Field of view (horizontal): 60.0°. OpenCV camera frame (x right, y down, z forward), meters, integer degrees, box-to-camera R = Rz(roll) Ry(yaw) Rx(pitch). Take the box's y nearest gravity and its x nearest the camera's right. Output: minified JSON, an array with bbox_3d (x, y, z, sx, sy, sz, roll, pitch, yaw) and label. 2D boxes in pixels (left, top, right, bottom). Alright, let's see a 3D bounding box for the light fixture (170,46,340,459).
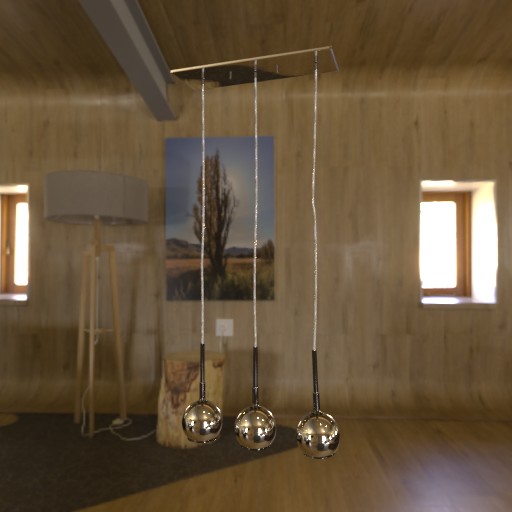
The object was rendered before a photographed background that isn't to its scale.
[{"bbox_3d":[0.000,0.000,1.664,0.623,1.408,0.188,0,-1,18],"label":"light fixture"}]
